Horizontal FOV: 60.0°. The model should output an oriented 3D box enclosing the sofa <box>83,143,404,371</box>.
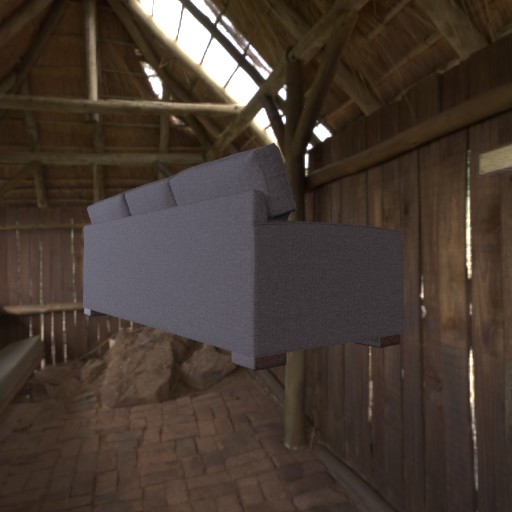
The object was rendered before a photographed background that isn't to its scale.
[{"bbox_3d":[0.000,0.000,3.232,1.790,0.973,2.370,0,-1,-37],"label":"sofa"}]
